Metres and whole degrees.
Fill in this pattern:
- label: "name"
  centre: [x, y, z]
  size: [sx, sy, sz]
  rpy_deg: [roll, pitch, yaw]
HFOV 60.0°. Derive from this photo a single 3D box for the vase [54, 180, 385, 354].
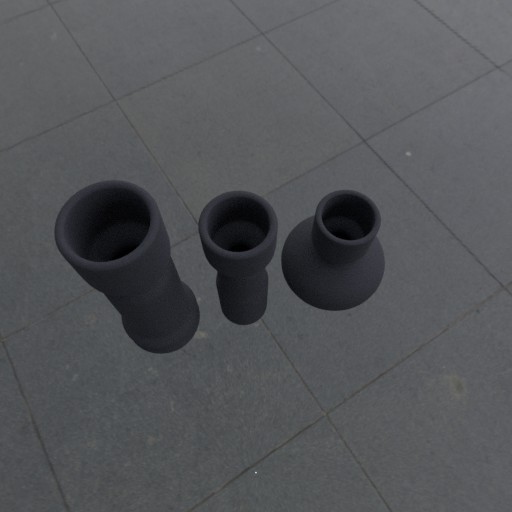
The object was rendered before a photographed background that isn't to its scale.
- label: "vase"
  centre: [0.000, 0.000, 0.442]
  size: [0.307, 0.249, 0.120]
  rpy_deg: [-16, 65, -8]
